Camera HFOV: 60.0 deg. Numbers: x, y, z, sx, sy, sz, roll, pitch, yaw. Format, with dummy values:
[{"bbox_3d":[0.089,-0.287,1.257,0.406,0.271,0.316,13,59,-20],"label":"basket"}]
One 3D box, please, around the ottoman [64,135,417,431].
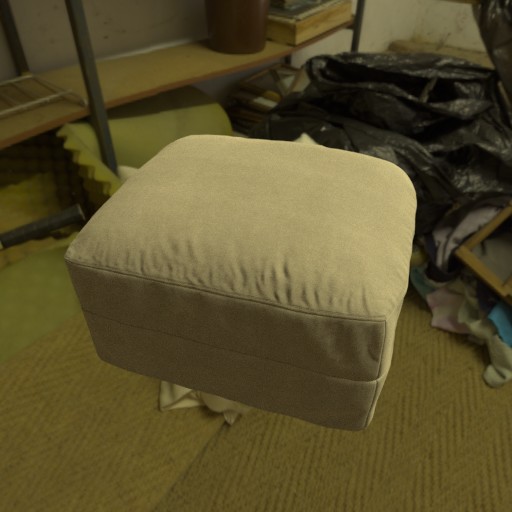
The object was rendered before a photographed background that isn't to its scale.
[{"bbox_3d":[0.000,0.000,1.096,0.712,0.480,0.584,12,42,14],"label":"ottoman"}]
